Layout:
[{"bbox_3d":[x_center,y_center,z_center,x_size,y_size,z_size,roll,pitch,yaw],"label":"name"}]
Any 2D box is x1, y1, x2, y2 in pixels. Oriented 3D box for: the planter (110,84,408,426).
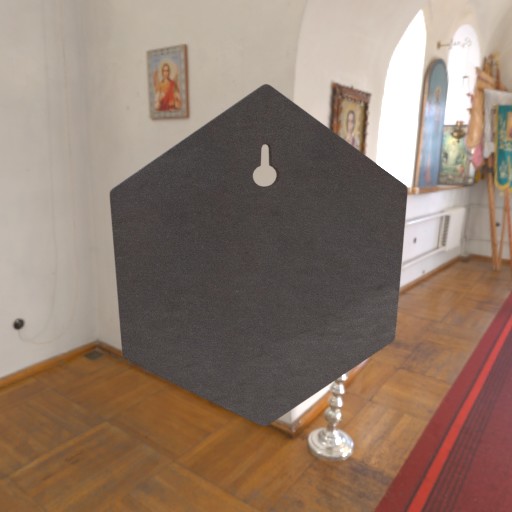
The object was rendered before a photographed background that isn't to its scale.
[{"bbox_3d":[0.000,0.000,0.296,0.169,0.206,0.077,-2,14,-8],"label":"planter"}]
